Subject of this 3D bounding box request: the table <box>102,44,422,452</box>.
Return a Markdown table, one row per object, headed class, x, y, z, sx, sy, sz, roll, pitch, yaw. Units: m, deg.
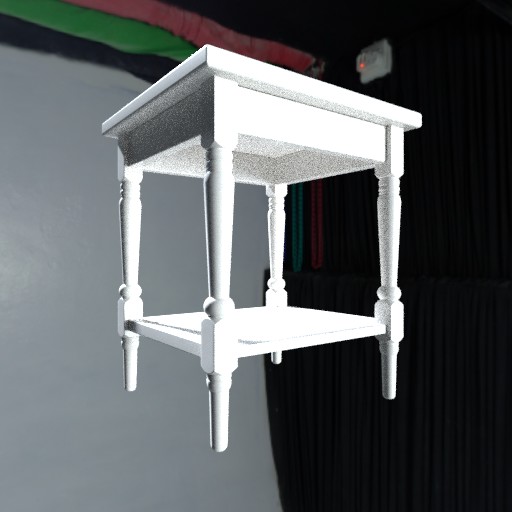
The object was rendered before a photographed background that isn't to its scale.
| class | x | y | z | sx | sy | sz | roll | pitch | yaw |
| --- | --- | --- | --- | --- | --- | --- | --- | --- | --- |
| table | 0.000 | 0.000 | 0.908 | 0.488 | 0.565 | 0.442 | 0 | 0 | -36 |
